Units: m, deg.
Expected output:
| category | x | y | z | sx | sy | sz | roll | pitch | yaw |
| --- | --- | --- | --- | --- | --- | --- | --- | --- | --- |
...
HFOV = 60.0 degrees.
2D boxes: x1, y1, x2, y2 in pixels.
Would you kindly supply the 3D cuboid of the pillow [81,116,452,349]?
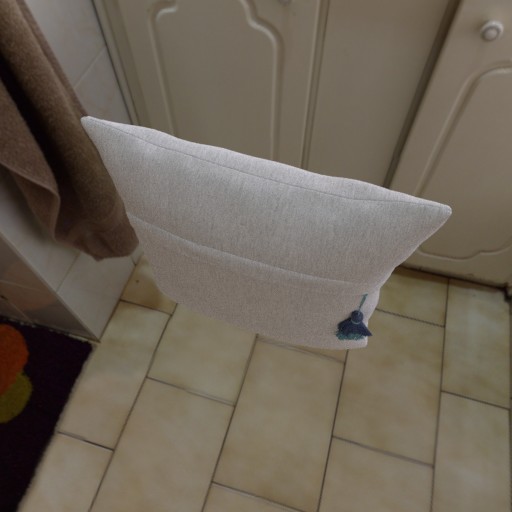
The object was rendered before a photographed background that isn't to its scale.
| category | x | y | z | sx | sy | sz | roll | pitch | yaw |
| --- | --- | --- | --- | --- | --- | --- | --- | --- | --- |
| pillow | 0.000 | 0.000 | 0.679 | 0.433 | 0.436 | 0.173 | 16 | 60 | 10 |
